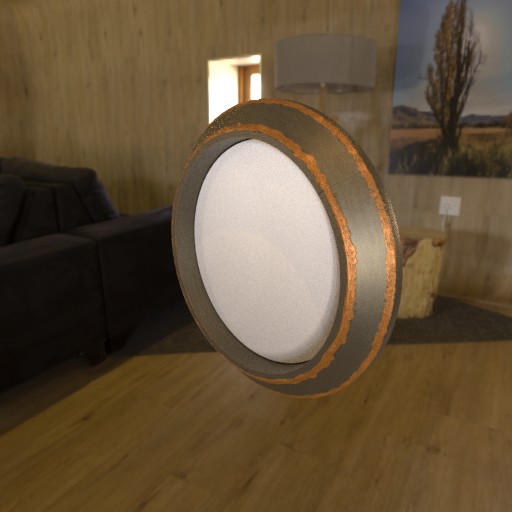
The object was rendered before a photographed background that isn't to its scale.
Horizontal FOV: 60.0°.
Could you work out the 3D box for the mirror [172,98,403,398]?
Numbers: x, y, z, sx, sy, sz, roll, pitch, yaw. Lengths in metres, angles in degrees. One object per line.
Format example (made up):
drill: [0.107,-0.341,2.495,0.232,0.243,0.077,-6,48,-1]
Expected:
mirror: [0.000,0.000,1.347,0.111,0.907,0.907,-15,21,-42]
